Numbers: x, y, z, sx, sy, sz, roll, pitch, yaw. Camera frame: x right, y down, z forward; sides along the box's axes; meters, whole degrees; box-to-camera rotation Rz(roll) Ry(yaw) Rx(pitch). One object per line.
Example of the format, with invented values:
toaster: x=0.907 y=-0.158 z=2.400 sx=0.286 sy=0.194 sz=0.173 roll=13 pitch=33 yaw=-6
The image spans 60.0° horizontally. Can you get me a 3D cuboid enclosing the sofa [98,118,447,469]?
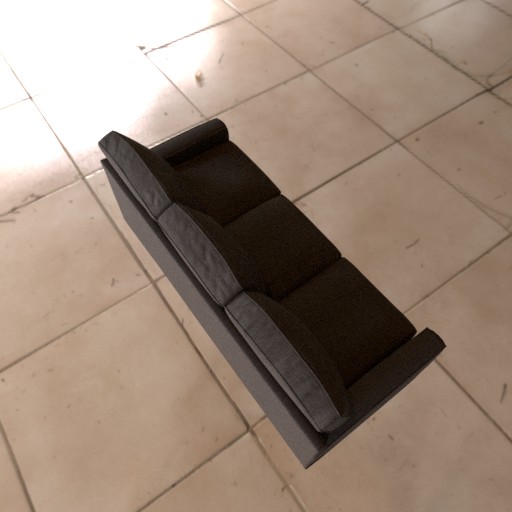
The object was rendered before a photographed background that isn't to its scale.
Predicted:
sofa: x=0.000 y=0.000 z=2.948 sx=1.004 sy=0.978 sz=2.369 roll=-32 pitch=63 yaw=-18
